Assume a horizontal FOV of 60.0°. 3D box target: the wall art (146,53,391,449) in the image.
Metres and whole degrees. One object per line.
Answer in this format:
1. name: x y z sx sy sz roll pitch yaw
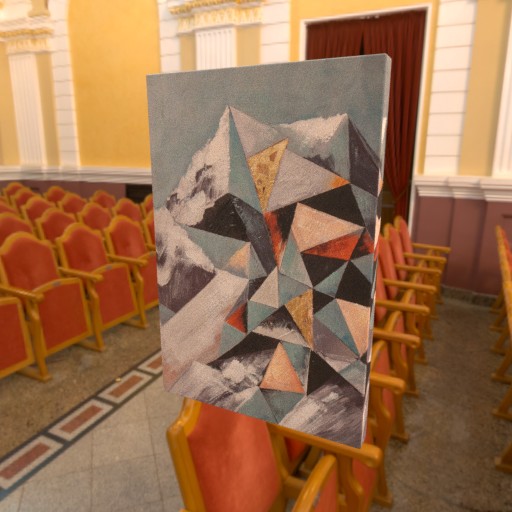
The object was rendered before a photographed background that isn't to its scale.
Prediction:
1. wall art: 0.000 0.000 1.147 0.609 0.911 0.061 7 16 26
